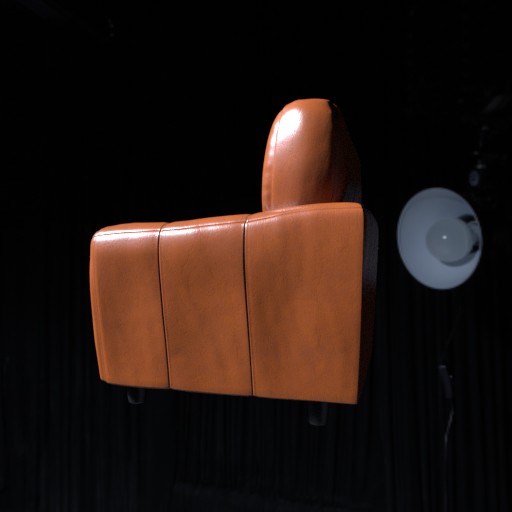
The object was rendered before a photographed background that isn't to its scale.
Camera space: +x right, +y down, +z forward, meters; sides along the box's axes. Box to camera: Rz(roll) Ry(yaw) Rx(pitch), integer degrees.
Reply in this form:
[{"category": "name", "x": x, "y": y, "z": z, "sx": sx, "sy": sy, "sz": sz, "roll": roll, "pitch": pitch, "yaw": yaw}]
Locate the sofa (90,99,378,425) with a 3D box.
[{"category": "sofa", "x": 0.000, "y": 0.000, "z": 1.517, "sx": 0.789, "sy": 0.876, "sz": 0.836, "roll": 0, "pitch": 1, "yaw": 18}]
